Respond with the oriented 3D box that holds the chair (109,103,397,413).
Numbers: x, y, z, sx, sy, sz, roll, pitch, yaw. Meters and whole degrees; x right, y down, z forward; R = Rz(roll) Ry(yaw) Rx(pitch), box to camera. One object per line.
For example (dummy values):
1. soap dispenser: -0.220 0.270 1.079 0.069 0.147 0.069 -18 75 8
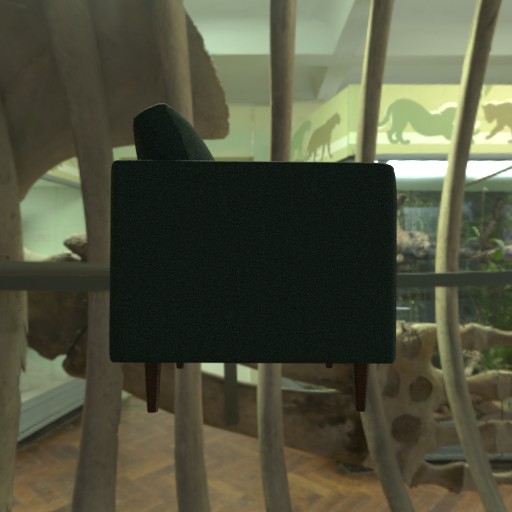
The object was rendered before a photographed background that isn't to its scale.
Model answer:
1. chair: 0.000 0.000 1.588 0.800 0.927 0.855 0 0 -1
